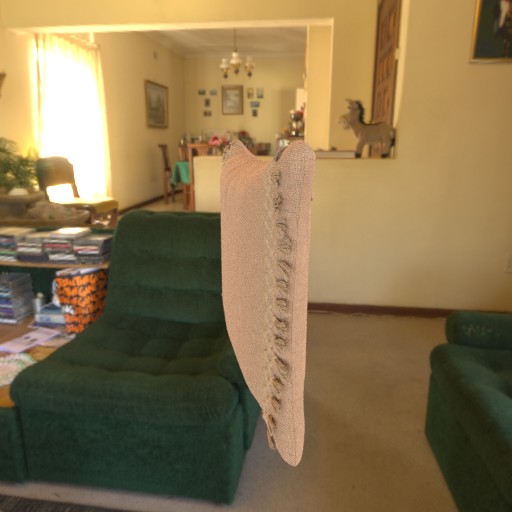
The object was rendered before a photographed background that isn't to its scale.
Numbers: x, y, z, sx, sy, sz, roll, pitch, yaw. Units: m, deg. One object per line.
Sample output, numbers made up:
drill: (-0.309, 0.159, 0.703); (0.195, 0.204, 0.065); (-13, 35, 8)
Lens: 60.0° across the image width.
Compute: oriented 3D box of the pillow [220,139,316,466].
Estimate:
pillow: (0.000, 0.000, 0.594); (0.084, 0.305, 0.466); (-2, 15, -9)
